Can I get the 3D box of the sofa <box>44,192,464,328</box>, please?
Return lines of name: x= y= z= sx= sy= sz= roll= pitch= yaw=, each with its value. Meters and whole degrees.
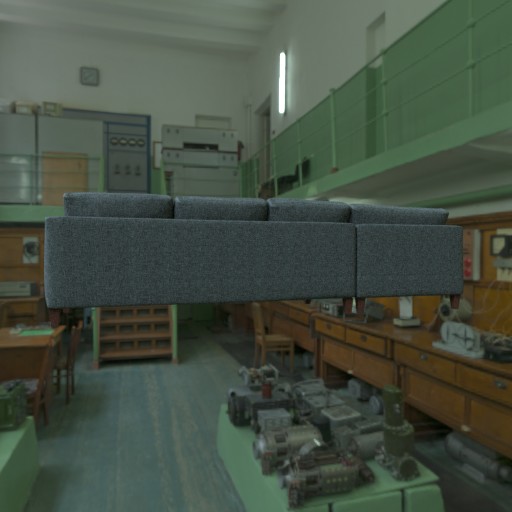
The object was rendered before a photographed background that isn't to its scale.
sofa: x=0.000 y=0.000 z=4.224 sx=3.485 sy=0.960 sz=1.635 roll=0 pitch=0 yaw=-18
